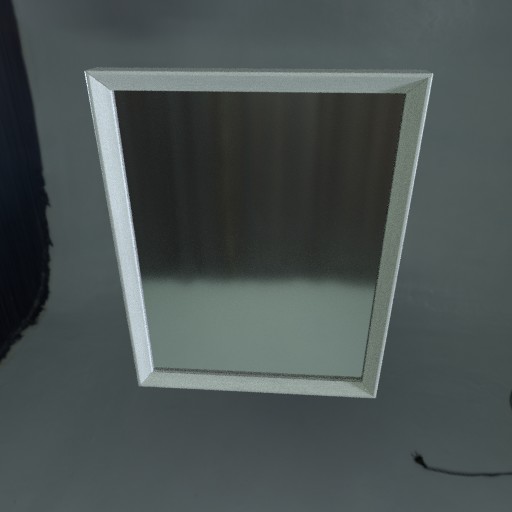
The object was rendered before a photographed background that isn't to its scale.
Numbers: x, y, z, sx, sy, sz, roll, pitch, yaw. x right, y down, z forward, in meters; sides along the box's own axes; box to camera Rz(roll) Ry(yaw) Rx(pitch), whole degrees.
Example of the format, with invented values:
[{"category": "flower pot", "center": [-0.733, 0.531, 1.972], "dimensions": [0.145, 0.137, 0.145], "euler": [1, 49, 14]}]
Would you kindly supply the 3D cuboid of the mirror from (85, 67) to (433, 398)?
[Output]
[{"category": "mirror", "center": [0.000, 0.000, 0.654], "dimensions": [0.406, 0.509, 0.041], "euler": [2, 29, 3]}]
